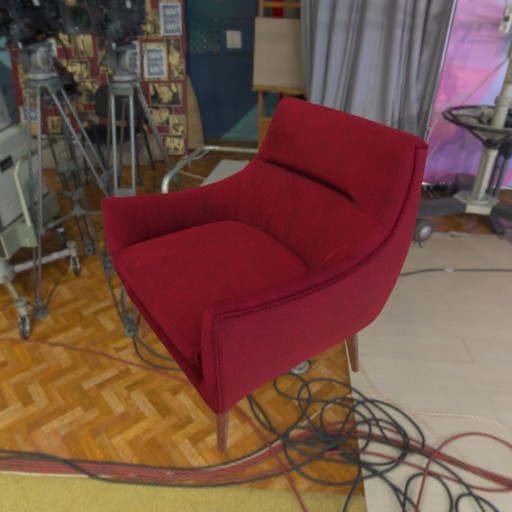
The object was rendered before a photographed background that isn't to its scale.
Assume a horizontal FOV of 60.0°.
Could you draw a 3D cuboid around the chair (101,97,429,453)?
[{"bbox_3d":[0.000,0.000,1.467,0.787,0.838,0.762,-20,38,-29],"label":"chair"}]
